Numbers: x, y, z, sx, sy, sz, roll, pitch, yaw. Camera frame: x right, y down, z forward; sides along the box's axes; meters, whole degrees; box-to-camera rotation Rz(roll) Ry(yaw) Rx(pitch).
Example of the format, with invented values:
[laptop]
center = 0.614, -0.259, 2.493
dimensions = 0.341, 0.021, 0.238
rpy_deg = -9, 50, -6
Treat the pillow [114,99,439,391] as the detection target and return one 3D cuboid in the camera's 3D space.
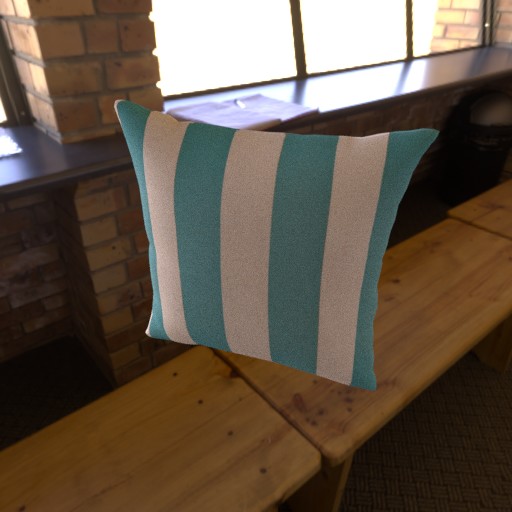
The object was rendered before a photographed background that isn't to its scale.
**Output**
[pillow]
center = 0.000, 0.000, 0.823
dimensions = 0.536, 0.526, 0.189
rpy_deg = 10, 33, 16
